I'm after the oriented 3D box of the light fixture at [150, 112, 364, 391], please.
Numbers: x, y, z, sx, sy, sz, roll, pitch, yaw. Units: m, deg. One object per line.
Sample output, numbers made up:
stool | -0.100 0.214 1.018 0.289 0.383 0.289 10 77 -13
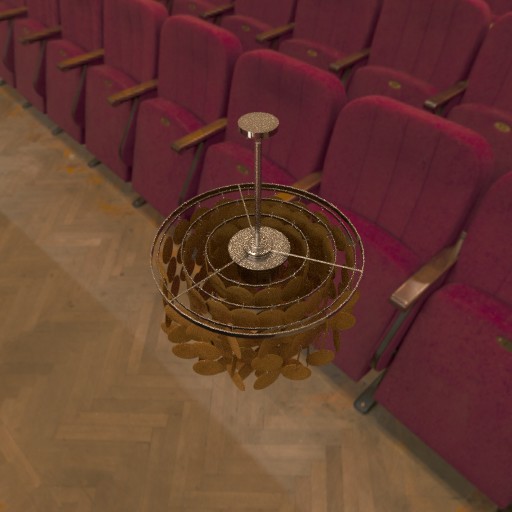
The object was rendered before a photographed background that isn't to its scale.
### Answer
light fixture | 0.000 0.000 0.753 0.368 0.492 0.368 0 46 0
